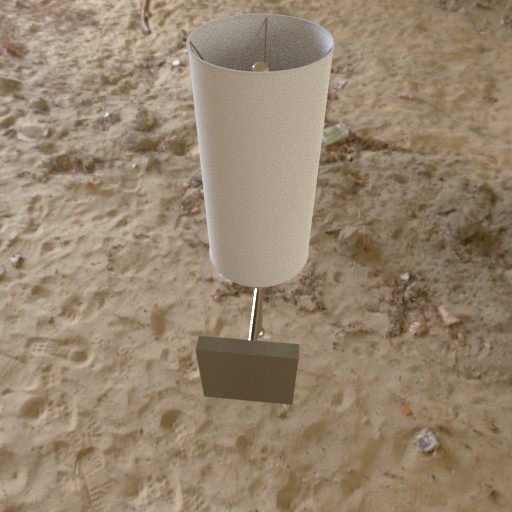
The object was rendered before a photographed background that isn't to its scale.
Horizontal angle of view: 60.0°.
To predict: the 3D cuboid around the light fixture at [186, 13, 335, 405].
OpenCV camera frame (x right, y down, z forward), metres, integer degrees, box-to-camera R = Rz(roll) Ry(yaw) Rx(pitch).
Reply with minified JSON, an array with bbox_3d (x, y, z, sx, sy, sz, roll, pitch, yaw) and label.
[{"bbox_3d":[0.000,0.000,0.525,0.128,0.462,0.208,4,47,4],"label":"light fixture"}]
